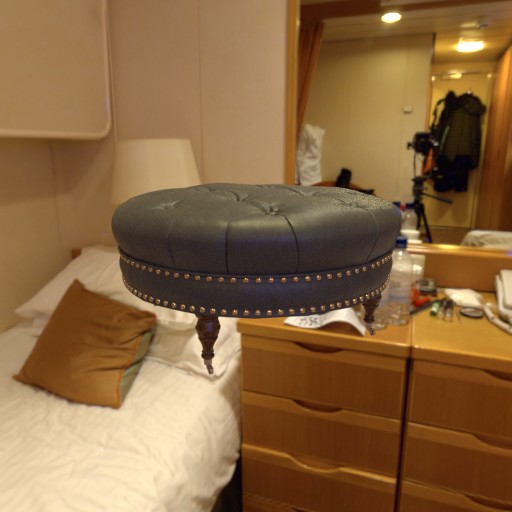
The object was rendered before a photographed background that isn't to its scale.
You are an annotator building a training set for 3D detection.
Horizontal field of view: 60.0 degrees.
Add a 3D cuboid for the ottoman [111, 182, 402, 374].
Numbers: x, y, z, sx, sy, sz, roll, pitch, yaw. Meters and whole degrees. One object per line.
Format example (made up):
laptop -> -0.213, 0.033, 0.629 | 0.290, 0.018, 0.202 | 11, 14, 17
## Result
ottoman -> 0.000, 0.000, 1.453 | 0.901, 0.439, 0.901 | 0, 14, 0
